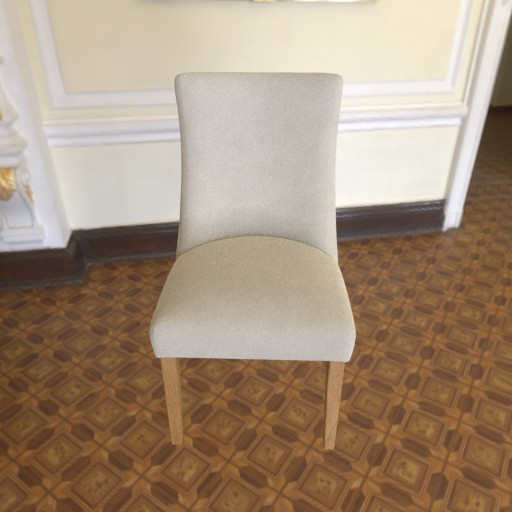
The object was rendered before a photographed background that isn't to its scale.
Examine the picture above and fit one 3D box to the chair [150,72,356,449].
[{"bbox_3d":[0.000,0.000,1.257,0.495,0.902,0.610,1,30,2],"label":"chair"}]
